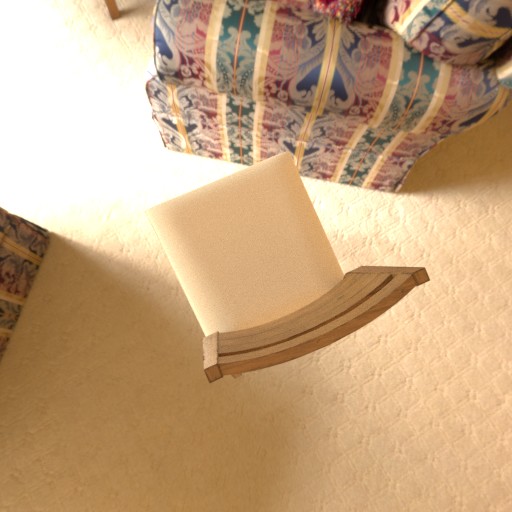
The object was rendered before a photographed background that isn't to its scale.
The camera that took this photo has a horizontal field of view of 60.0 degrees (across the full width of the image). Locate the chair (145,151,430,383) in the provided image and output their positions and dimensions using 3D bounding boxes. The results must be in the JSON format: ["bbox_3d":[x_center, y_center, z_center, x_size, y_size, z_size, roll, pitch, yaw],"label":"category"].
[{"bbox_3d":[0.000,0.000,1.272,0.497,0.939,0.610,-24,77,-6],"label":"chair"}]
